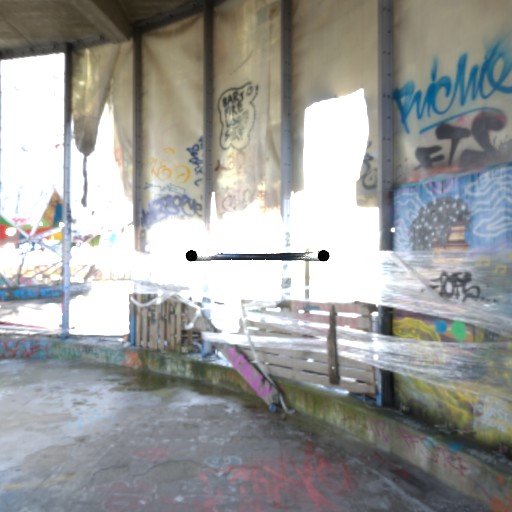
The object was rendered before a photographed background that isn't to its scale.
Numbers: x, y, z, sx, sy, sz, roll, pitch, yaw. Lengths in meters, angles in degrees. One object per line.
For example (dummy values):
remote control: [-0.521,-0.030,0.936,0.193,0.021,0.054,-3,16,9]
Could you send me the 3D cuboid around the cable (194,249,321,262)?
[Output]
cable: [0.000,0.000,0.112,0.040,0.006,0.098,0,0,0]
